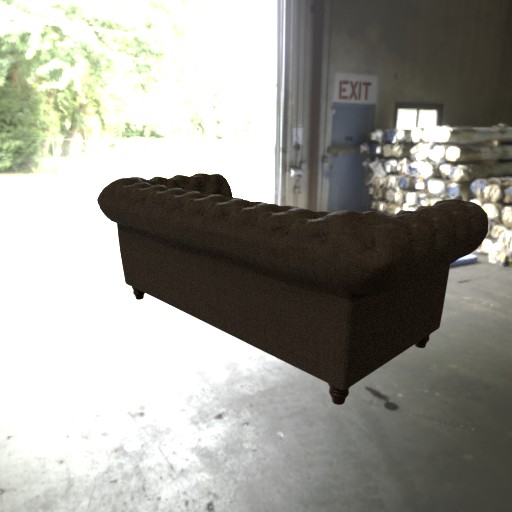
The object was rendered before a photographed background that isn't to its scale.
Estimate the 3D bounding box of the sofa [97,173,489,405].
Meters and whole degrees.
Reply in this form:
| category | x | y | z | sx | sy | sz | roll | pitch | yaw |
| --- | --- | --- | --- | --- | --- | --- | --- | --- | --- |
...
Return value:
| category | x | y | z | sx | sy | sz | roll | pitch | yaw |
| --- | --- | --- | --- | --- | --- | --- | --- | --- | --- |
| sofa | 0.000 | 0.000 | 2.426 | 0.944 | 0.780 | 2.048 | -15 | 21 | -42 |
